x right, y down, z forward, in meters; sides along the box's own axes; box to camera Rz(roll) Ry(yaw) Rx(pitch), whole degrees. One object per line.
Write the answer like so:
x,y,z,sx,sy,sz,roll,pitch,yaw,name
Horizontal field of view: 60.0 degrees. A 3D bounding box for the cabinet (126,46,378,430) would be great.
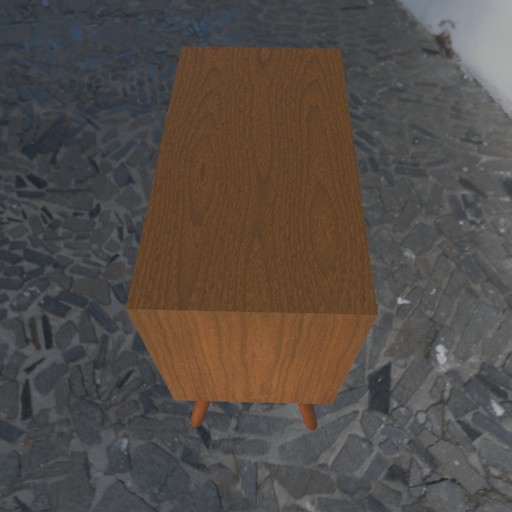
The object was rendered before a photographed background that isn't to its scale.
0.000,0.000,1.181,0.388,0.748,0.712,1,56,1,cabinet
